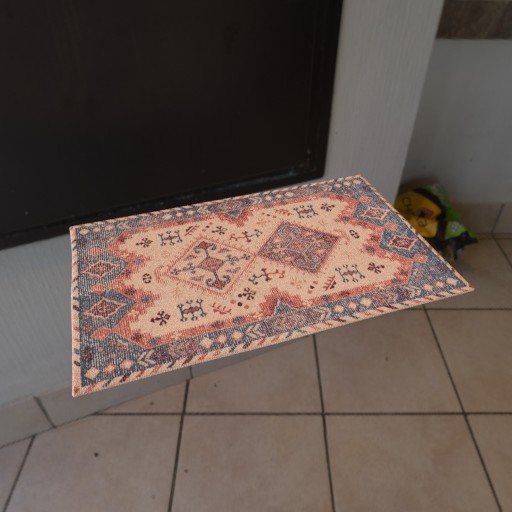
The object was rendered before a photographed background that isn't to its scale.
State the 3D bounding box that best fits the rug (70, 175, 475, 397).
[{"bbox_3d":[0.000,0.000,3.090,2.464,0.023,1.521,-12,42,-14],"label":"rug"}]
